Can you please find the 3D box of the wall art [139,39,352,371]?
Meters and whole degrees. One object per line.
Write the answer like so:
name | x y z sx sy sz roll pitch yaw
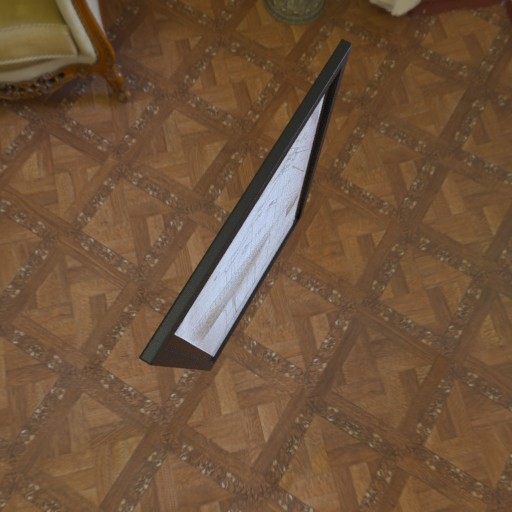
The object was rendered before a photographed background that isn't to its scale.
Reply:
wall art | 0.000 0.000 0.852 0.016 0.657 0.480 29 77 8
